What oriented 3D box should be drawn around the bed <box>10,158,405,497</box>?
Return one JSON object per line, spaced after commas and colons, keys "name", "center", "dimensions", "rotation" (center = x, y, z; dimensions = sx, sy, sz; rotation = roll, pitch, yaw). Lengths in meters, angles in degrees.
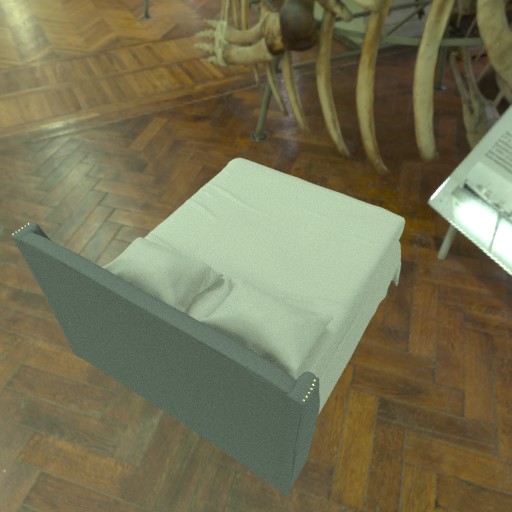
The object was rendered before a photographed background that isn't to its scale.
{"name": "bed", "center": [0.000, 0.000, 3.285], "dimensions": [1.925, 1.332, 2.276], "rotation": [25, 51, 22]}
